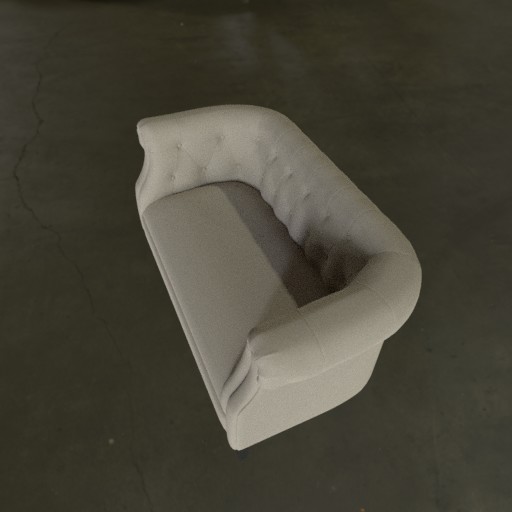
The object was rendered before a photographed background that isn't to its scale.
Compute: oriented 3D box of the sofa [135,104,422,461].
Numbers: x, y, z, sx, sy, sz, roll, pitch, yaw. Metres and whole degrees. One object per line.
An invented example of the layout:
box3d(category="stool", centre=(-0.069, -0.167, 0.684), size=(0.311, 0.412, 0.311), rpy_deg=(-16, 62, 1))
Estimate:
box3d(category="sofa", centre=(0.000, 0.000, 2.078), size=(0.835, 0.827, 1.558), rpy_deg=(-18, 49, -16))
